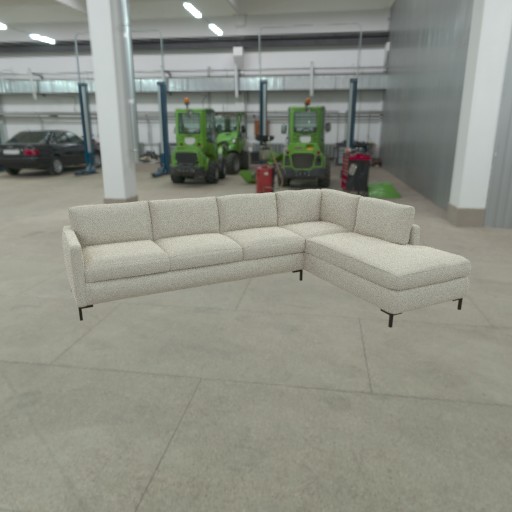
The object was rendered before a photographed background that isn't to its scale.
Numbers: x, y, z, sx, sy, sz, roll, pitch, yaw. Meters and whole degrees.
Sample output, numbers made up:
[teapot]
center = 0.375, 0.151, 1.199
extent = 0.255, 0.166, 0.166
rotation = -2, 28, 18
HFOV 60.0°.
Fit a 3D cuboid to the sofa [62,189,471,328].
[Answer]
[sofa]
center = 0.000, 0.000, 3.798
extent = 2.949, 0.815, 2.007
rotation = -8, 18, -25
